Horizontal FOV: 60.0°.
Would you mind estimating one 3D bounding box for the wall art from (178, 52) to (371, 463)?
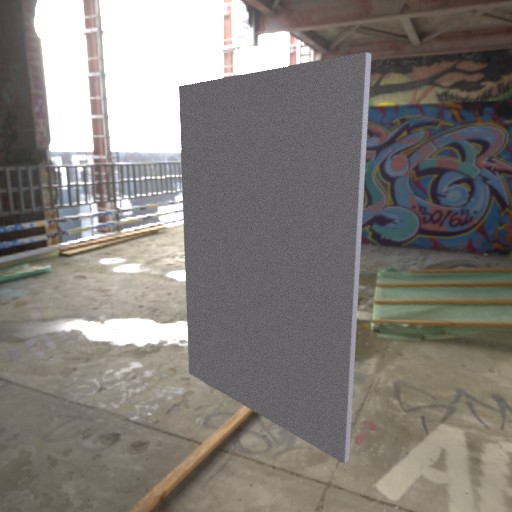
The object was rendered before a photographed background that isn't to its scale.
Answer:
[{"bbox_3d":[0.000,0.000,0.621,0.011,0.482,0.329,-13,18,-43],"label":"wall art"}]
